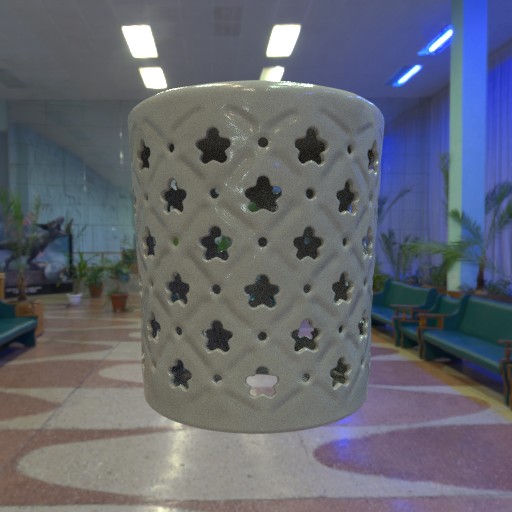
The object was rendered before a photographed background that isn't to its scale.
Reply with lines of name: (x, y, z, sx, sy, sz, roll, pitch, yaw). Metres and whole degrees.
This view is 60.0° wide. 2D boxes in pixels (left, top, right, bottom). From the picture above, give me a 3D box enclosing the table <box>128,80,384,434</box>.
table: (0.000, 0.000, 0.638, 0.352, 0.387, 0.352, 0, 2, 0)
